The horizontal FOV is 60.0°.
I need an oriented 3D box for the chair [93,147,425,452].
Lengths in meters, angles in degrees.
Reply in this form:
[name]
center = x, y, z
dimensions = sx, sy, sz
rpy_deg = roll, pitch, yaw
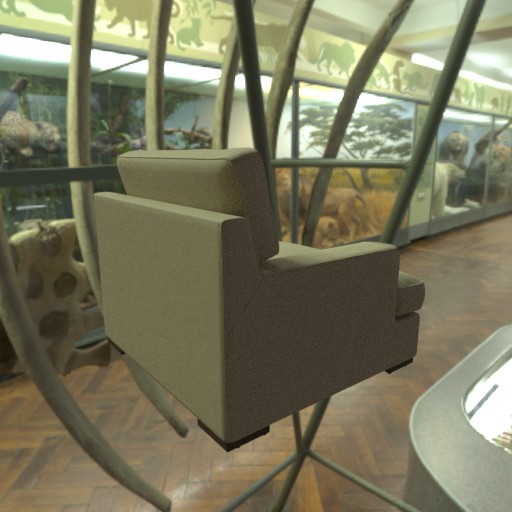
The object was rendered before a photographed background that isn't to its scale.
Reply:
[chair]
center = 0.000, 0.000, 2.137
dimensions = 1.293, 1.005, 1.274
rpy_deg = 13, 18, 43
